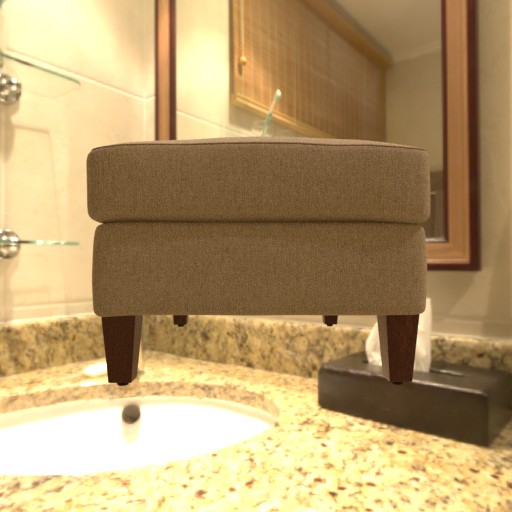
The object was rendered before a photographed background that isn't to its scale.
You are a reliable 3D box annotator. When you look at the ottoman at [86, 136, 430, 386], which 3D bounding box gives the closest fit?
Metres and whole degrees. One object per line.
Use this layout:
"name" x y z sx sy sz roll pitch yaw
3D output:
"ottoman" 0.000 0.000 1.269 0.677 0.519 0.898 0 0 -1
